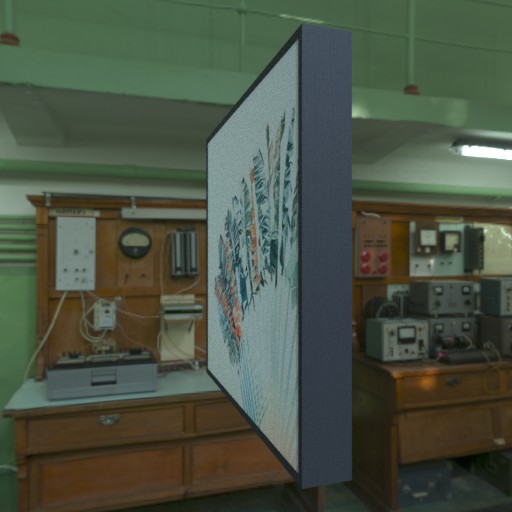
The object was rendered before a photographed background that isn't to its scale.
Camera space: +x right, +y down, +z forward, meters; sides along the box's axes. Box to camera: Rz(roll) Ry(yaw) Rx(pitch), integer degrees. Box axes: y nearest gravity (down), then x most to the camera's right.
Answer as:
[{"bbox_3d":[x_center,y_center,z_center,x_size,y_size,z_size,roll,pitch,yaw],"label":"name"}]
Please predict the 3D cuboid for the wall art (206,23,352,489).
[{"bbox_3d":[0.000,0.000,0.435,0.036,0.300,0.302,0,0,-18],"label":"wall art"}]
